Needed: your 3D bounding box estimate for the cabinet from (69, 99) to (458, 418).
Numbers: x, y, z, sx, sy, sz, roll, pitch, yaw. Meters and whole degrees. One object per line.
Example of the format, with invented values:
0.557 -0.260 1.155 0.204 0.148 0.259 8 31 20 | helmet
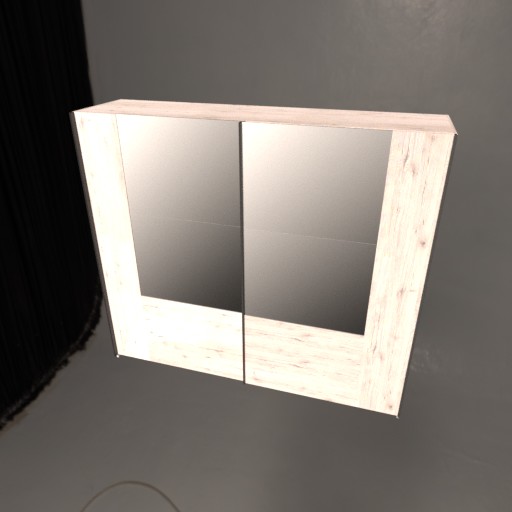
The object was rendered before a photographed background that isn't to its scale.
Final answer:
0.000 0.000 3.516 2.500 2.180 0.660 8 28 15 | cabinet
